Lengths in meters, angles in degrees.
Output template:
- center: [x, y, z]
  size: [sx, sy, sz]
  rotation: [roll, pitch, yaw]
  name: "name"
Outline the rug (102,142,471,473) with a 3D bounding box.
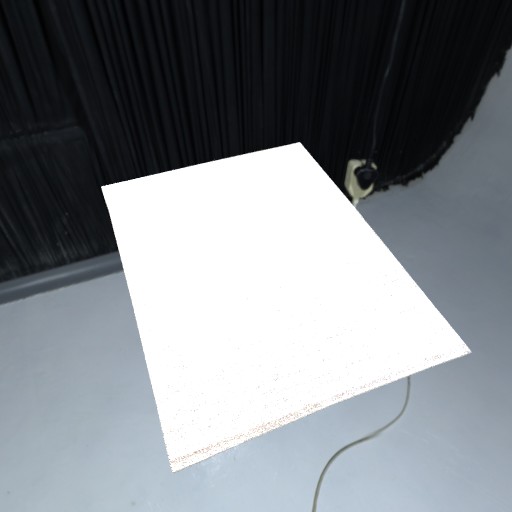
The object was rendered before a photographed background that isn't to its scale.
- center: [0.000, 0.000, 4.962]
  size: [2.873, 0.053, 3.778]
  rotation: [-16, 49, -14]
  name: "rug"
